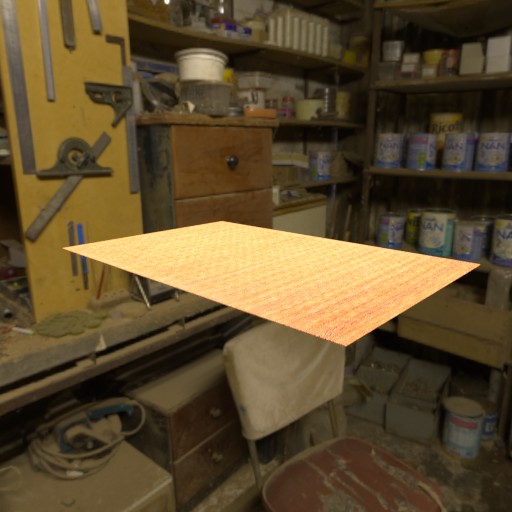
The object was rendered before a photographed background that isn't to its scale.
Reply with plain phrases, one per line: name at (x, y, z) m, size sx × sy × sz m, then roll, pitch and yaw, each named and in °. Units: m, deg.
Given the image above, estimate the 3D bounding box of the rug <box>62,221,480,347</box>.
rug at (0.000, 0.000, 2.894) m, size 2.285 × 0.006 × 1.524 m, roll 13°, pitch 19°, yaw 41°
